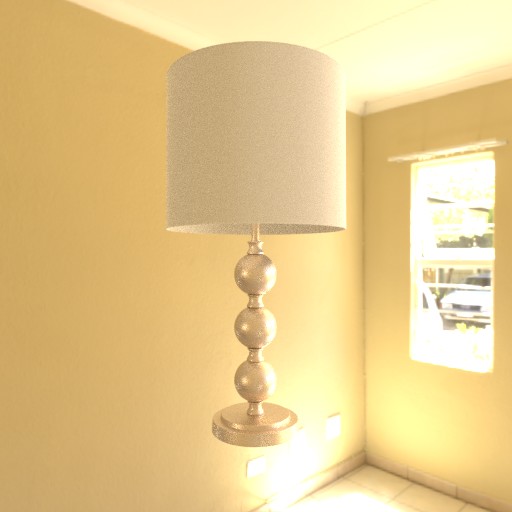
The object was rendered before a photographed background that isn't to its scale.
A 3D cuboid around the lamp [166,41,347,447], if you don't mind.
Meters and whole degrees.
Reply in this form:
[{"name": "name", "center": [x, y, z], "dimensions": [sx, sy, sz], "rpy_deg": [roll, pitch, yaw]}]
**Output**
[{"name": "lamp", "center": [0.000, 0.000, 0.691], "dimensions": [0.277, 0.538, 0.277], "rpy_deg": [0, 0, 37]}]
